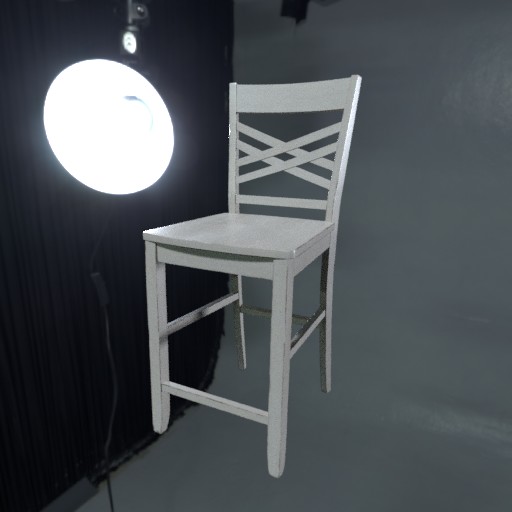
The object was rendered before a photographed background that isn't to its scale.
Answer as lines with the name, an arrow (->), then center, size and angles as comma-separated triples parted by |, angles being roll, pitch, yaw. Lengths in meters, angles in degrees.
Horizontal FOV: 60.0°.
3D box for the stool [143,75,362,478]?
stool -> 0.000, 0.000, 1.377 | 0.462, 1.079, 0.539 | 8, 17, 27
